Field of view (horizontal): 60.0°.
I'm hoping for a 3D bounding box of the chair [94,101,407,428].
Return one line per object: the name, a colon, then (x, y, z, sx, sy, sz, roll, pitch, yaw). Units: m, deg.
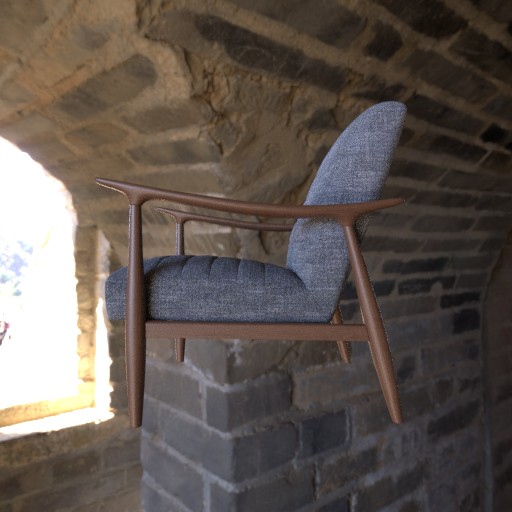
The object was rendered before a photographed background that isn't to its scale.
chair: (0.000, 0.000, 1.415, 0.798, 0.832, 0.741, 0, 0, 0)
